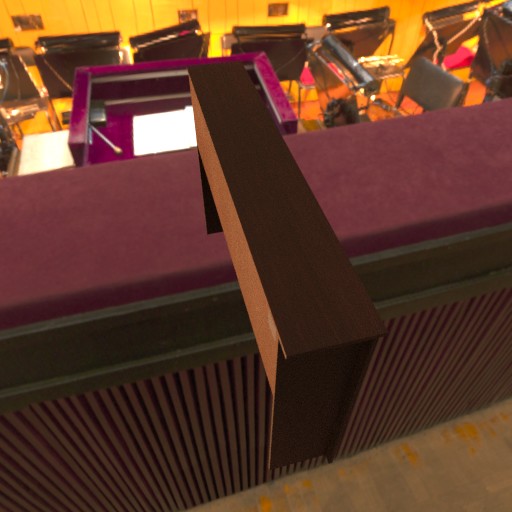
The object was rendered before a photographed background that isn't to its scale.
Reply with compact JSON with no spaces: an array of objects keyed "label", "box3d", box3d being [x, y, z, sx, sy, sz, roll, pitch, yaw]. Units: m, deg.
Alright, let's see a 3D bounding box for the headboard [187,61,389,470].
[{"label":"headboard","box3d":[0.000,0.000,2.077,0.279,1.092,1.671,-11,48,-10]}]
